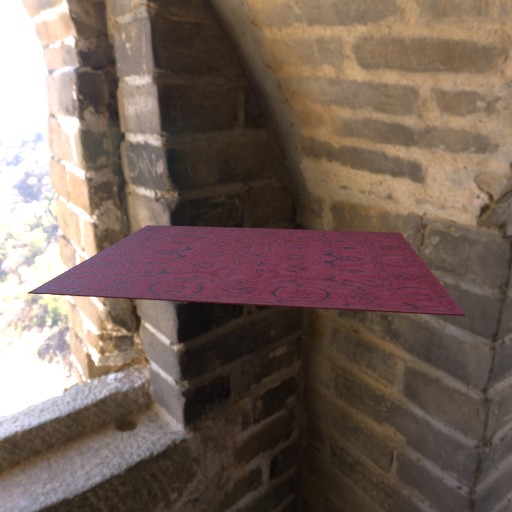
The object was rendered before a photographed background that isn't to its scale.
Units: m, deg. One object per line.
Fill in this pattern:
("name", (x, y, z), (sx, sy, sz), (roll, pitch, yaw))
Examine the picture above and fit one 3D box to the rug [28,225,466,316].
("rug", (0.000, 0.000, 4.017), (2.929, 0.012, 2.300), (2, 16, 7))
